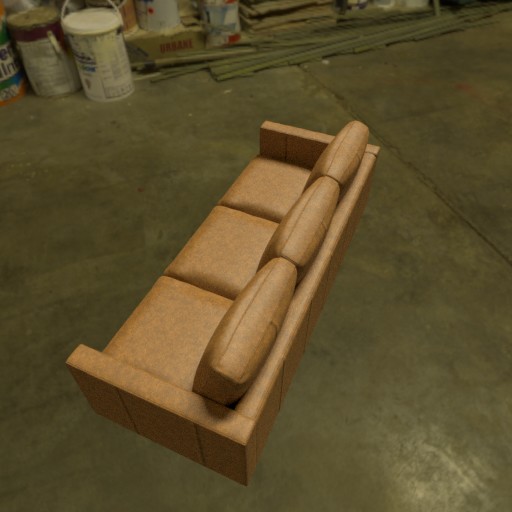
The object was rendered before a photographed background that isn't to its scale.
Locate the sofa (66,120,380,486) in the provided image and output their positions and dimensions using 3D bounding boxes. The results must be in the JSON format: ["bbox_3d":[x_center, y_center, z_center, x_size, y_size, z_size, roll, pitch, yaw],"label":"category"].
[{"bbox_3d":[0.000,0.000,2.667,0.903,0.930,2.231,18,49,16],"label":"sofa"}]
